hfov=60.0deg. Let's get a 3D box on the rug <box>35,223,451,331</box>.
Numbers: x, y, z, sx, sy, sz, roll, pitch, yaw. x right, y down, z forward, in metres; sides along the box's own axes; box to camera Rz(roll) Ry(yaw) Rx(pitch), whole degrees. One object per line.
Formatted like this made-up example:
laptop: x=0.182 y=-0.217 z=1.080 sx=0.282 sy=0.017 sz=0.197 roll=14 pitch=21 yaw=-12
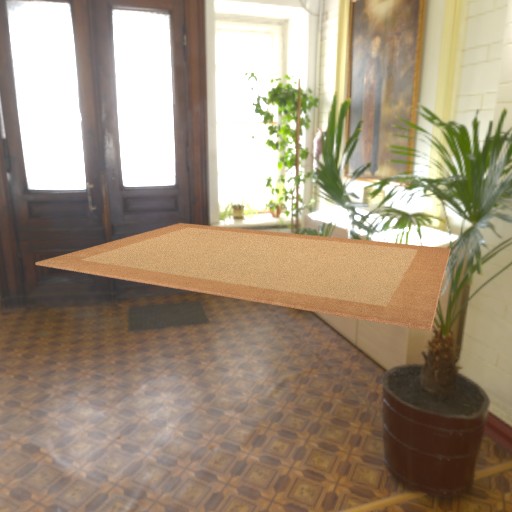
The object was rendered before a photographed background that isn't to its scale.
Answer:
rug: x=0.000 y=0.000 z=2.331 sx=1.829 sy=0.014 sz=1.219 roll=7 pitch=16 yaw=25
